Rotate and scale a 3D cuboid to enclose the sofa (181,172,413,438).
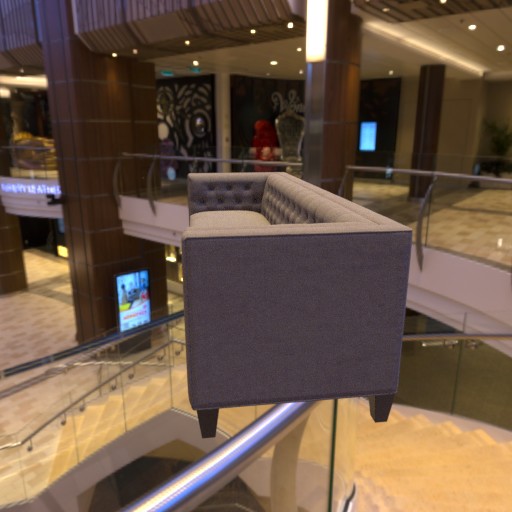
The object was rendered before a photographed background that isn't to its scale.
[{"bbox_3d":[0.000,0.000,2.553,0.775,0.762,2.159,-2,16,-8],"label":"sofa"}]
